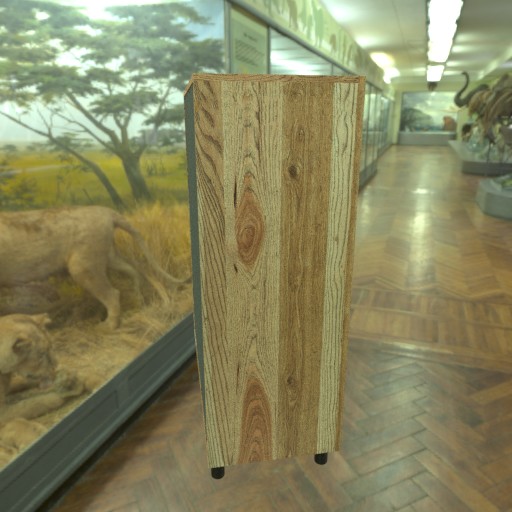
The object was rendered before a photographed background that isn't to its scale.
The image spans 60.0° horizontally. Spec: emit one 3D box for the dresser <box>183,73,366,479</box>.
[{"bbox_3d":[0.000,0.000,1.740,0.480,1.243,0.966,-3,18,-10],"label":"dresser"}]
